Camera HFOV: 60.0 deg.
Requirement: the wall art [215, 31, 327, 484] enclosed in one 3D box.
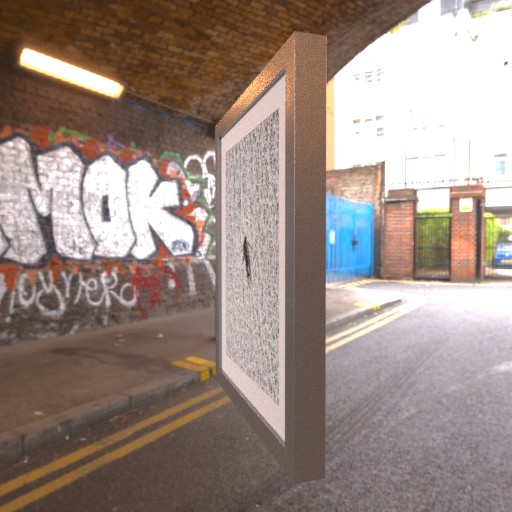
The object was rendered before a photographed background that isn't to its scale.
[{"bbox_3d":[0.000,0.000,0.522,0.030,0.379,0.308,0,1,-18],"label":"wall art"}]
